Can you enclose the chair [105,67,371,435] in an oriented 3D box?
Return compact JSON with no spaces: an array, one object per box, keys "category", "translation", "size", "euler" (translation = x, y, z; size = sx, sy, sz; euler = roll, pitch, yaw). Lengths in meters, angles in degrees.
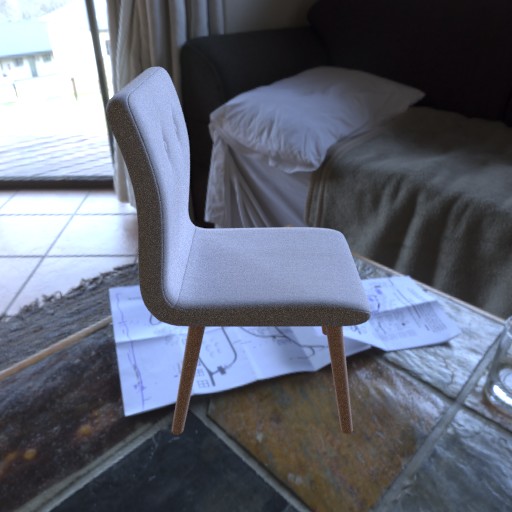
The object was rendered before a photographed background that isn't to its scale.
[{"category":"chair","translation":[0.000,0.000,1.172],"size":[0.550,0.885,0.435],"euler":[0,32,0]}]
